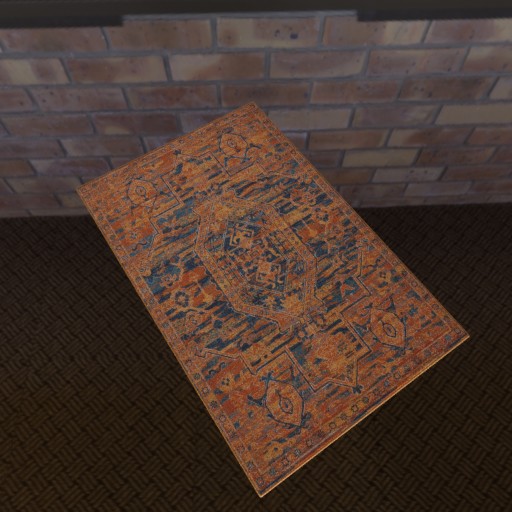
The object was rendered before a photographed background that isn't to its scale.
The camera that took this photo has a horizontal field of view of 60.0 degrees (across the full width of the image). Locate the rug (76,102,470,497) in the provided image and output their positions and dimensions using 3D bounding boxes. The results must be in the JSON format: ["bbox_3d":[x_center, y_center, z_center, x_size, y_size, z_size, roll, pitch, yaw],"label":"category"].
[{"bbox_3d":[0.000,0.000,2.189,1.148,0.013,1.758,-31,67,-15],"label":"rug"}]
